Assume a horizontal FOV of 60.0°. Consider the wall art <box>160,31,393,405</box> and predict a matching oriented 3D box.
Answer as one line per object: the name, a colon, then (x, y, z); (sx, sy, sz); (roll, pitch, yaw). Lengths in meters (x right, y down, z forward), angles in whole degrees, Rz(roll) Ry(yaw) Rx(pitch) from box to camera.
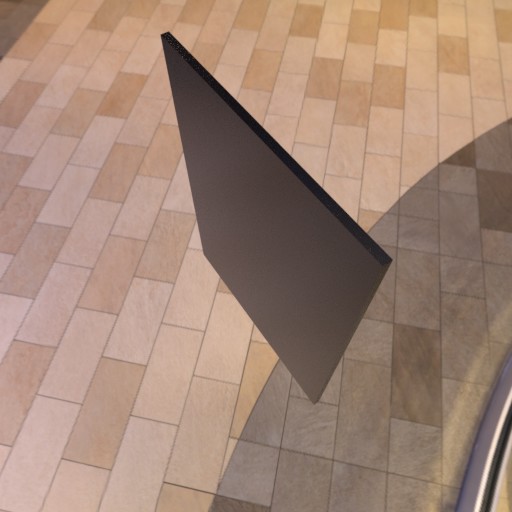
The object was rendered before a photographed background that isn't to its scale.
wall art: (0.000, 0.000, 0.764); (0.013, 0.582, 0.442); (-31, 64, -17)
